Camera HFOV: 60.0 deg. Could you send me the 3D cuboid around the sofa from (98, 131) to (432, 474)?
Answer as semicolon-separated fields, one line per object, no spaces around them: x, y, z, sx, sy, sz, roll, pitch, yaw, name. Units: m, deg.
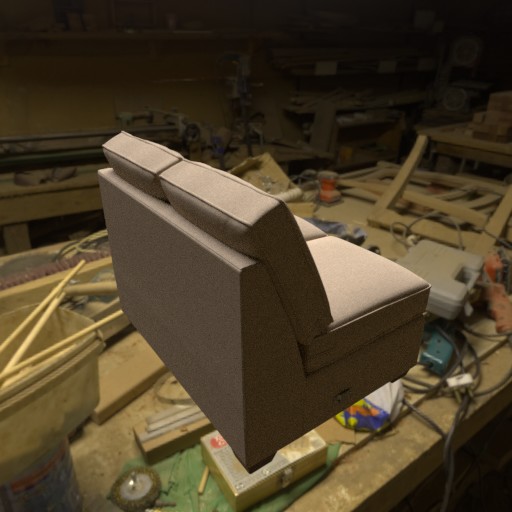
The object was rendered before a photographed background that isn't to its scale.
0.000;0.000;2.001;0.951;1.008;1.237;-17;31;-31;sofa
